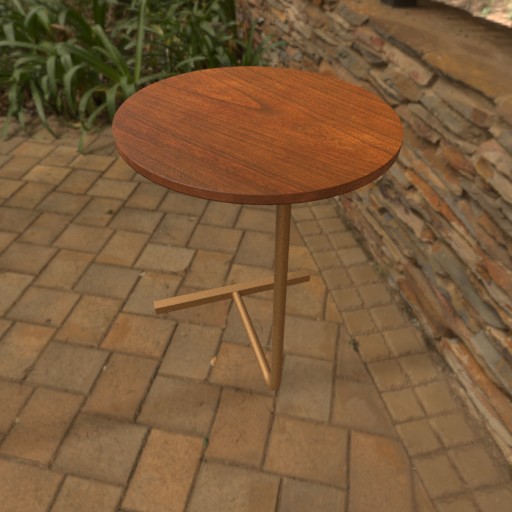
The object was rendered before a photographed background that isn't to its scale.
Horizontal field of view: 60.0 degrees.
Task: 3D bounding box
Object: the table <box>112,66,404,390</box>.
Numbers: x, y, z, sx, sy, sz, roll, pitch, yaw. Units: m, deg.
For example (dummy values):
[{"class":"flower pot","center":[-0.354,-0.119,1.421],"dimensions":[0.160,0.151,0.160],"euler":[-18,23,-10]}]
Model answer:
[{"class":"table","center":[0.000,0.000,1.069],"dimensions":[0.530,0.706,0.577],"euler":[-11,41,-13]}]
